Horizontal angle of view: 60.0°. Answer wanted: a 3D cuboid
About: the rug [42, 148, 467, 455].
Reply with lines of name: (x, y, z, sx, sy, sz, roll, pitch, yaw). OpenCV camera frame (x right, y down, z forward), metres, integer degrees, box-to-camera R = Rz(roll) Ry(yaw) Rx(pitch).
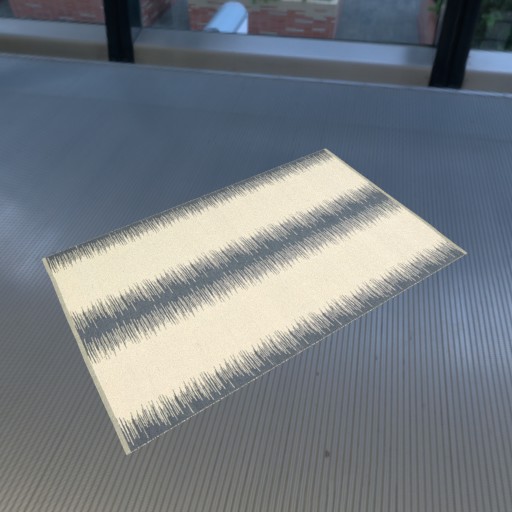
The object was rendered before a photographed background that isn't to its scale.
rug: (0.000, 0.000, 2.993, 2.453, 0.003, 1.519, -25, 51, -22)
